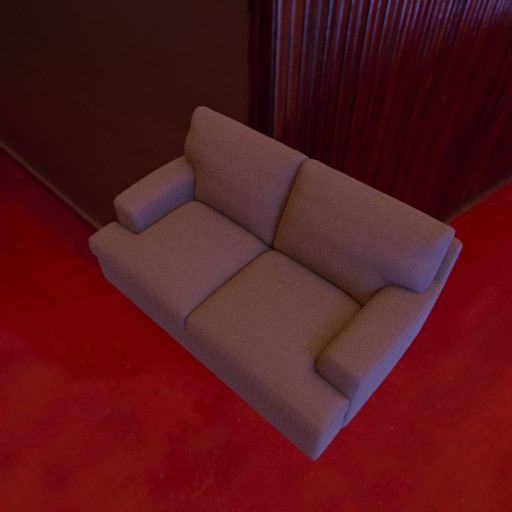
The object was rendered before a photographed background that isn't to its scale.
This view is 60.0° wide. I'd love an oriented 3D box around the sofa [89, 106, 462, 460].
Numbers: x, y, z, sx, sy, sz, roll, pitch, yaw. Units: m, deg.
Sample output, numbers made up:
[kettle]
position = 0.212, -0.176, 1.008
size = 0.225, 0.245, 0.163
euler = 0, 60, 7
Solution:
[sofa]
position = 0.000, 0.000, 2.560
size = 1.869, 0.950, 1.140
euler = 34, 55, 27
